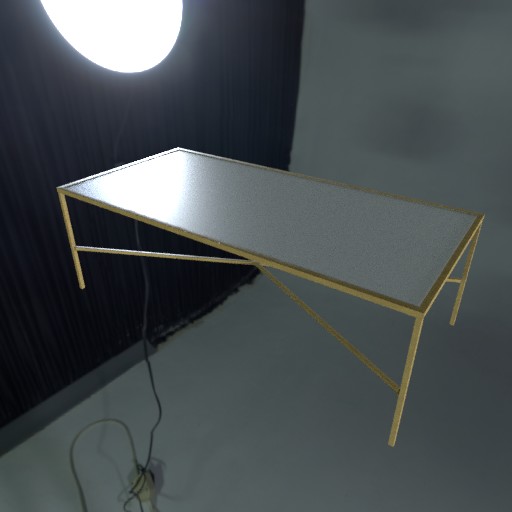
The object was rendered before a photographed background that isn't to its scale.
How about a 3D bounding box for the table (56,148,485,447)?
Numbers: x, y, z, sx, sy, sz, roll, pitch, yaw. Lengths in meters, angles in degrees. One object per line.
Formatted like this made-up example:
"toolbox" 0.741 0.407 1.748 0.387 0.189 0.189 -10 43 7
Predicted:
"table" 0.000 0.000 1.471 1.206 0.398 0.580 19 34 30
